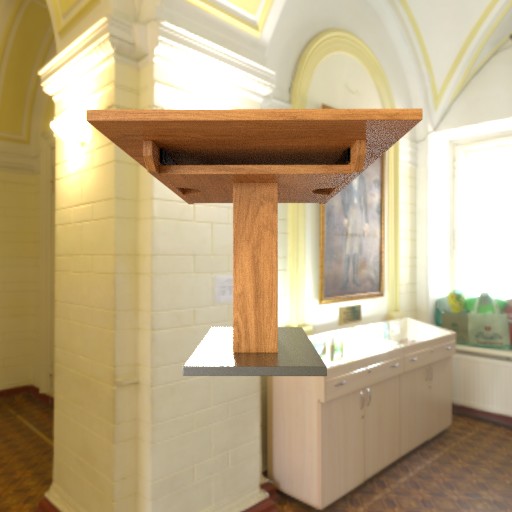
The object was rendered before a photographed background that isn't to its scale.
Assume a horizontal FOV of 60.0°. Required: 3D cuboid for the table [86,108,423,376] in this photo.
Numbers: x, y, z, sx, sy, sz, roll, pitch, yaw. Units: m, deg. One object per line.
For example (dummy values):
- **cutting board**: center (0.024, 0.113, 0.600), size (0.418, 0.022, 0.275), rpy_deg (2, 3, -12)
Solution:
- **table**: center (0.000, 0.000, 1.829), size (0.900, 0.770, 1.300), rpy_deg (0, -1, 1)
